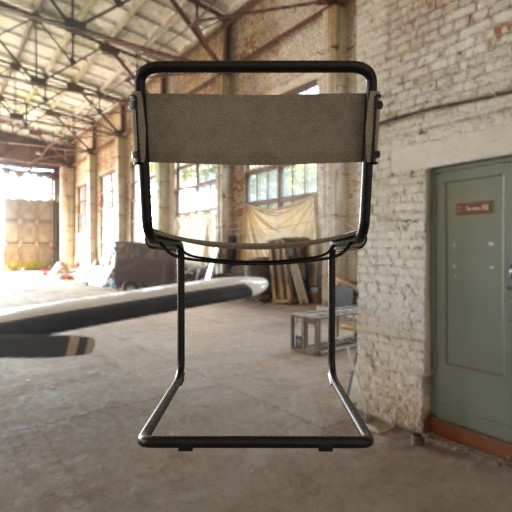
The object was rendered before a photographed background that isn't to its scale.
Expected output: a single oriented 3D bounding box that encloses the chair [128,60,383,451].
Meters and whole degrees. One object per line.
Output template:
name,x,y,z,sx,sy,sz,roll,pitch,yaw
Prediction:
chair,0.000,0.000,1.083,0.499,0.747,0.497,0,1,0
